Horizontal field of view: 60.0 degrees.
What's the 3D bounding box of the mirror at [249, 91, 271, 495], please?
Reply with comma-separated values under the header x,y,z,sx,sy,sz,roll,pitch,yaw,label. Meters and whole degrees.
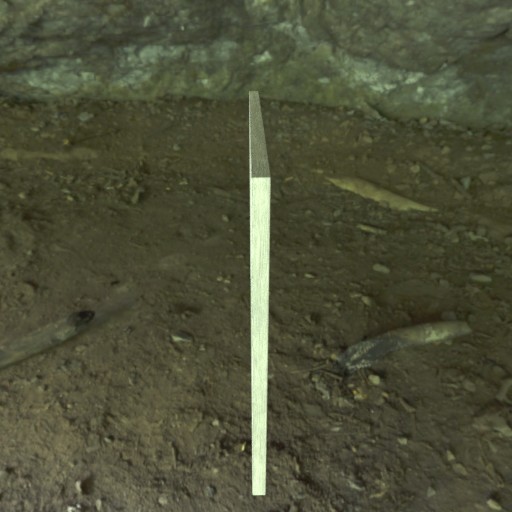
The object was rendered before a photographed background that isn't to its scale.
x,y,z,sx,sy,sz,roll,pitch,yaw,label
0.000,0.000,1.134,0.028,0.689,0.839,0,28,-1,mirror
